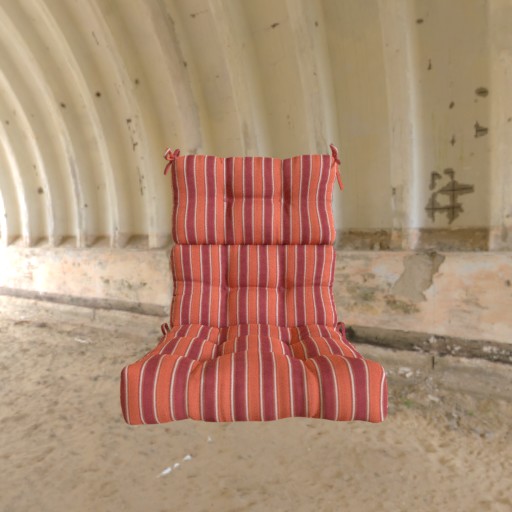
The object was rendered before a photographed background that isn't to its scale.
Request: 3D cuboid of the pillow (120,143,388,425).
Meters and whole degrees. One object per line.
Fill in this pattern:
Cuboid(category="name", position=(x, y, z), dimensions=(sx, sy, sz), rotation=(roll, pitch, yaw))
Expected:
Cuboid(category="pillow", position=(0.000, 0.000, 1.034), dimensions=(0.519, 0.605, 0.571), rotation=(0, 2, 0))
